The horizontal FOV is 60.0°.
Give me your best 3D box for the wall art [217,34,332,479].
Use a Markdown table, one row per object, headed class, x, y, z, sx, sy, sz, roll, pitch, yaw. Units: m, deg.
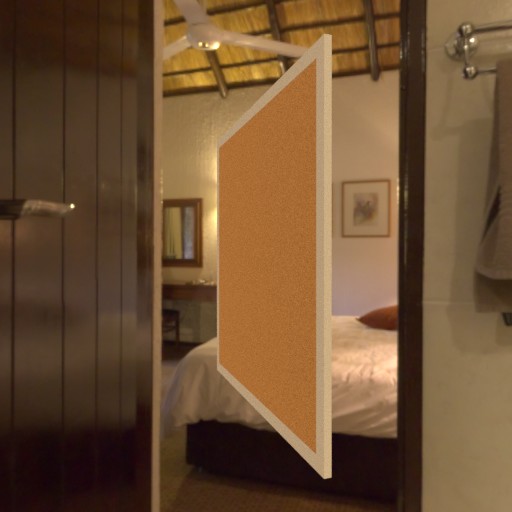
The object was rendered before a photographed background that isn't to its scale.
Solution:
| class | x | y | z | sx | sy | sz | roll | pitch | yaw |
| --- | --- | --- | --- | --- | --- | --- | --- | --- | --- |
| wall art | 0.000 | 0.000 | 0.672 | 0.009 | 0.457 | 0.456 | 0 | 0 | -19 |
